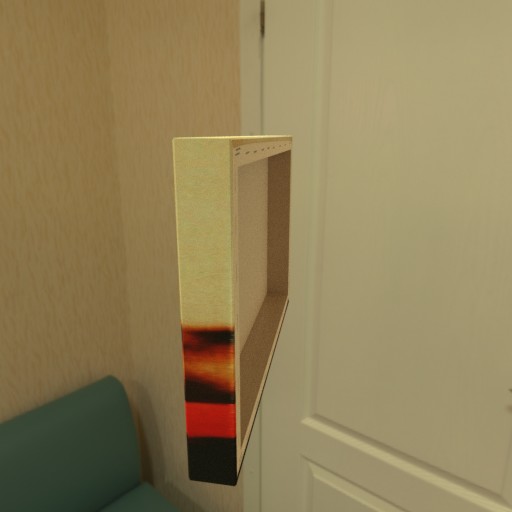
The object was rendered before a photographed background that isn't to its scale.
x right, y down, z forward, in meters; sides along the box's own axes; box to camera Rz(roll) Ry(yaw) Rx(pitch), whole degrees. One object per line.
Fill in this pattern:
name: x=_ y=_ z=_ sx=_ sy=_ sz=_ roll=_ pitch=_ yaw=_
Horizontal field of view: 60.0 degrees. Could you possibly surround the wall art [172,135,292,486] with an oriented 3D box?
wall art: x=0.000 y=0.000 z=0.481 sx=0.037 sy=0.251 sz=0.383 roll=3 pitch=16 yaw=10
